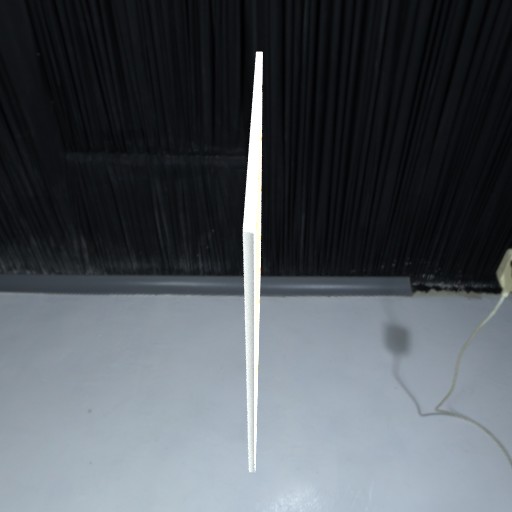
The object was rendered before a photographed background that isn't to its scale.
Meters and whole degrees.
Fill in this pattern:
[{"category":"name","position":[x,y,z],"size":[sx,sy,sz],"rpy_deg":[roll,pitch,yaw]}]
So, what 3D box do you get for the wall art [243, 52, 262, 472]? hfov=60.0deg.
[{"category":"wall art","position":[0.000,0.000,0.868],"size":[0.013,0.584,0.584],"rpy_deg":[1,41,1]}]
